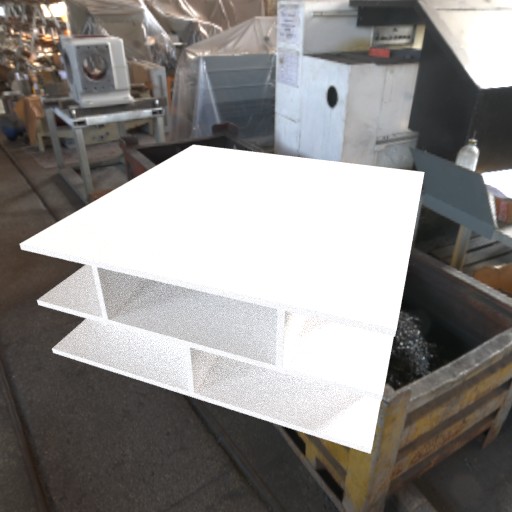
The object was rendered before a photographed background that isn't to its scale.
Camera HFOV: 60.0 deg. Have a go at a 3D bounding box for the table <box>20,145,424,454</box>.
[{"bbox_3d":[0.000,0.000,1.094,0.700,0.289,0.700,11,32,18],"label":"table"}]
